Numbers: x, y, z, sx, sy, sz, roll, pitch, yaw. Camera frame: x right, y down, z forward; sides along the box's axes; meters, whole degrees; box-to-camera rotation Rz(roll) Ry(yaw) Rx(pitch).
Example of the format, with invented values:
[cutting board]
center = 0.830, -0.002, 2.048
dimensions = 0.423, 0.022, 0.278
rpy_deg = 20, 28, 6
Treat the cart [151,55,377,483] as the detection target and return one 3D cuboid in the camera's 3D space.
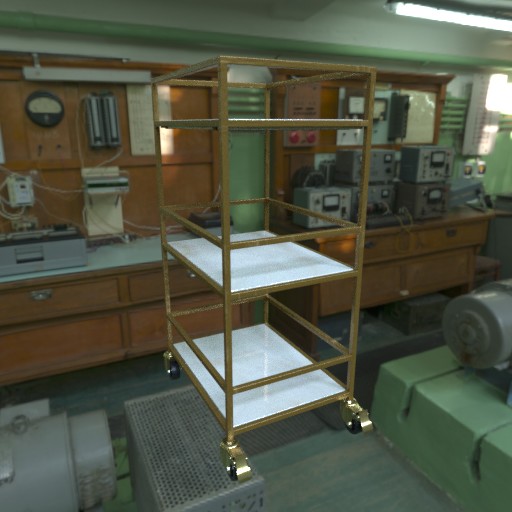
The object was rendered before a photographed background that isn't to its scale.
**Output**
[cart]
center = 0.000, 0.000, 0.989
dimensions = 0.332, 0.761, 0.483
rpy_deg = -8, 19, -26
